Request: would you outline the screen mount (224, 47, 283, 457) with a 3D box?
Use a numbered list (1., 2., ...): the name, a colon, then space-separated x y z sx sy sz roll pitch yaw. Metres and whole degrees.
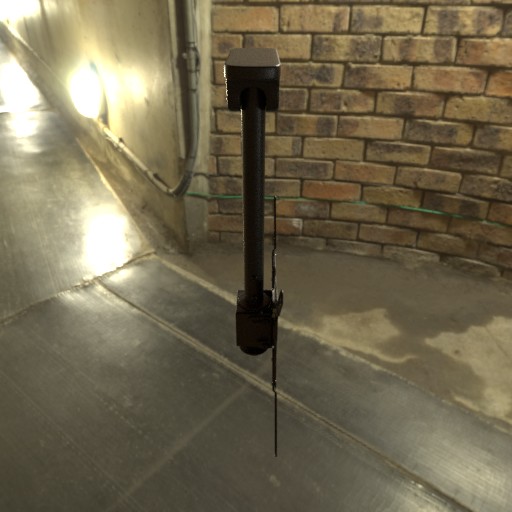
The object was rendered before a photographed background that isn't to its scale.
1. screen mount: 0.000 0.000 0.878 0.090 0.729 0.393 0 31 0
